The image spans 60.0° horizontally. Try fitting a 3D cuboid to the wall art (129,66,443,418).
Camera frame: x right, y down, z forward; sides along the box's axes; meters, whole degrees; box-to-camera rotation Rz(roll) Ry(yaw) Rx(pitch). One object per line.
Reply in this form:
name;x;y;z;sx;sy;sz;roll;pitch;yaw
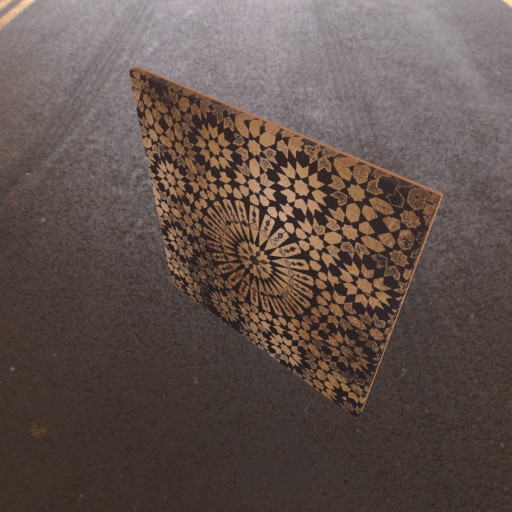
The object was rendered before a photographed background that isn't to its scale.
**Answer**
wall art;0.000;0.000;1.369;0.914;0.914;0.038;31;53;27
